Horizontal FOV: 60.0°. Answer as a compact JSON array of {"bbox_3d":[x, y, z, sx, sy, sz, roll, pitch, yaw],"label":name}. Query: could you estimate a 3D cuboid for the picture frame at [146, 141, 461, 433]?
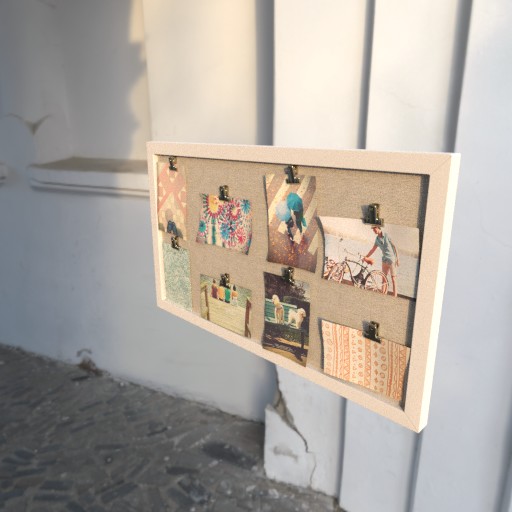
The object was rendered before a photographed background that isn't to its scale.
[{"bbox_3d":[0.000,0.000,0.784,0.647,0.379,0.044,15,22,42],"label":"picture frame"}]
